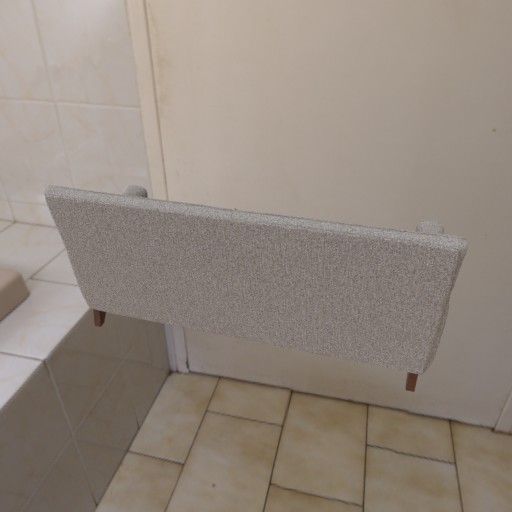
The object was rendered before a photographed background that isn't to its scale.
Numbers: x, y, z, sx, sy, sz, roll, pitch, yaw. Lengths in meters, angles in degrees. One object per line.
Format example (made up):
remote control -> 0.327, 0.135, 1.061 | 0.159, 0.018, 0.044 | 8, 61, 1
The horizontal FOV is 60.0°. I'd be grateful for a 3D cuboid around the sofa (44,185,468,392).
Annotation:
sofa -> 0.000, 0.000, 2.549 | 2.026, 0.942, 0.854 | 9, 33, 14
